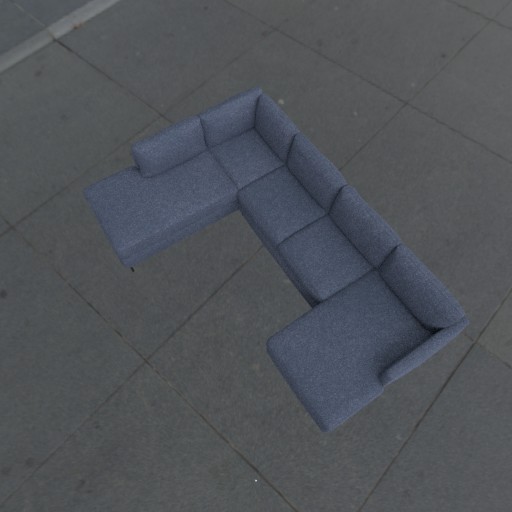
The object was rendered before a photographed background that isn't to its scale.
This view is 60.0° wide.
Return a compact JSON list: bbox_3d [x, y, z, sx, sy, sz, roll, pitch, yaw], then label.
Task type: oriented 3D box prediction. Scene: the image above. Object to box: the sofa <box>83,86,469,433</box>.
[{"bbox_3d":[0.000,0.000,3.822,2.007,0.813,2.956,-30,67,-14],"label":"sofa"}]
